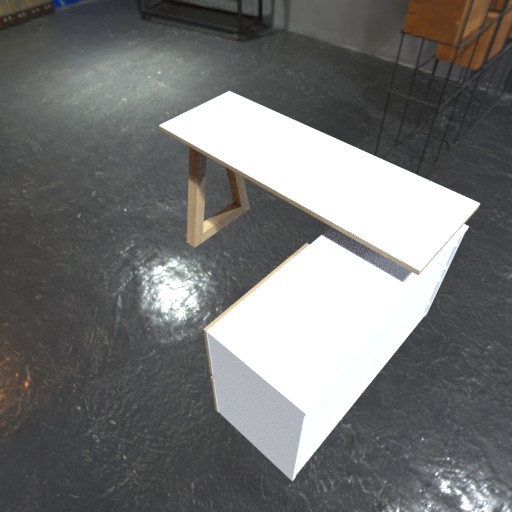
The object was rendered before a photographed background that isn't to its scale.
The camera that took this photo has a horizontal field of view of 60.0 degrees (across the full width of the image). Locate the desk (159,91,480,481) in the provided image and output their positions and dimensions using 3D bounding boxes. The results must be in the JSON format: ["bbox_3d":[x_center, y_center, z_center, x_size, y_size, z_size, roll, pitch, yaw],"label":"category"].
[{"bbox_3d":[0.000,0.000,2.077,1.404,0.755,1.098,34,55,28],"label":"desk"}]
